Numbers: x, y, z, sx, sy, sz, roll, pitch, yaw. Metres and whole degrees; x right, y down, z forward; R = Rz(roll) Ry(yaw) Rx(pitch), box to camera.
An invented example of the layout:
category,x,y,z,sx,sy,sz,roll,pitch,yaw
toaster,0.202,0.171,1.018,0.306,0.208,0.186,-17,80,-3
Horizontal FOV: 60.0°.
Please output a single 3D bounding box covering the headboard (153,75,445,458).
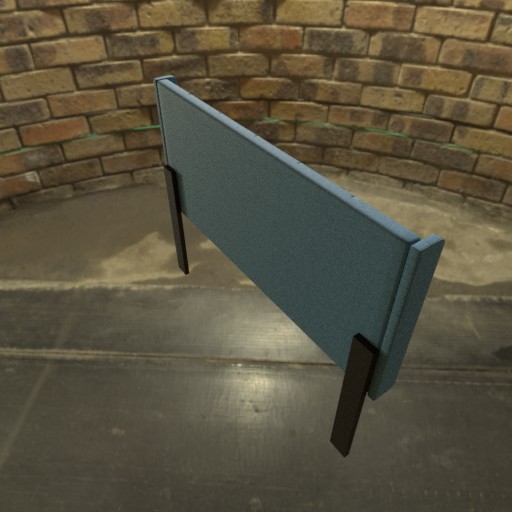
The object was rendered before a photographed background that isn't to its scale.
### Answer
category,x,y,z,sx,sy,sz,roll,pitch,yaw
headboard,0.000,0.000,2.634,0.184,1.524,2.051,-25,47,-26
